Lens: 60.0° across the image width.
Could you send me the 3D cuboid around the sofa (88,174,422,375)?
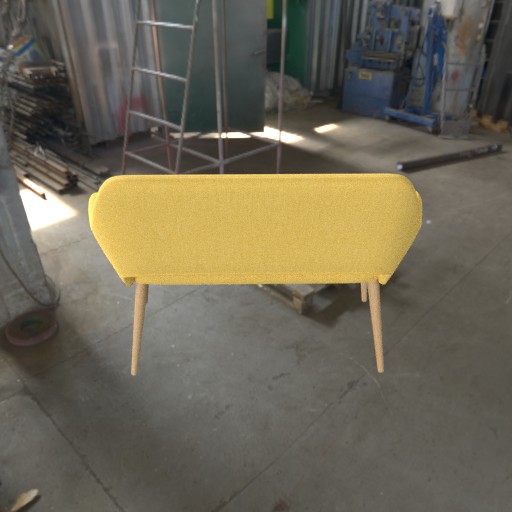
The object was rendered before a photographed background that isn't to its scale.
[{"bbox_3d":[0.000,0.000,1.613,1.150,0.840,0.610,0,32,-1],"label":"sofa"}]
